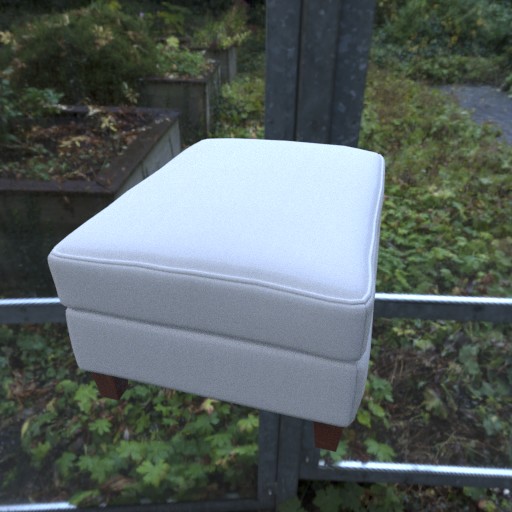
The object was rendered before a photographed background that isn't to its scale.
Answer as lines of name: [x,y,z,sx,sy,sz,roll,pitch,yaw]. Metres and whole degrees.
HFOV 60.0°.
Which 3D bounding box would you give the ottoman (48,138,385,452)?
ottoman: [0.000,0.000,1.191,0.634,0.479,0.818,8,31,13]
